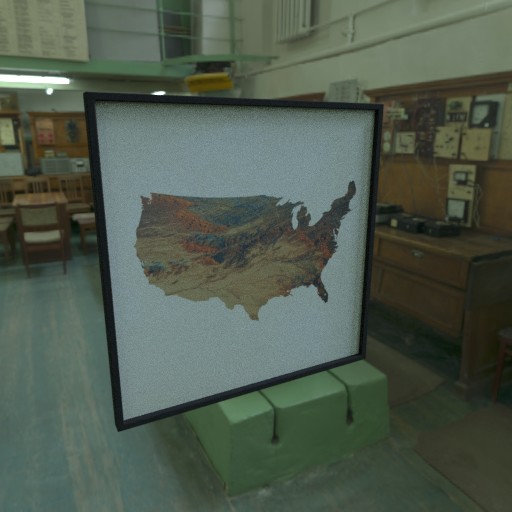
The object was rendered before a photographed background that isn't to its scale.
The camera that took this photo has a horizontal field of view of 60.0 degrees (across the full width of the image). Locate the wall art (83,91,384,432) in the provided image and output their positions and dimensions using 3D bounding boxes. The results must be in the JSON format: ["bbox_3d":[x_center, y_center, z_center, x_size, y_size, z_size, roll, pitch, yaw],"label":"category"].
[{"bbox_3d":[0.000,0.000,1.140,0.762,0.762,0.038,-8,17,-27],"label":"wall art"}]
